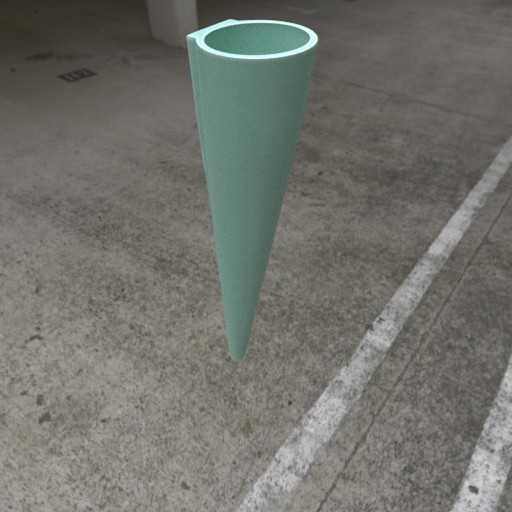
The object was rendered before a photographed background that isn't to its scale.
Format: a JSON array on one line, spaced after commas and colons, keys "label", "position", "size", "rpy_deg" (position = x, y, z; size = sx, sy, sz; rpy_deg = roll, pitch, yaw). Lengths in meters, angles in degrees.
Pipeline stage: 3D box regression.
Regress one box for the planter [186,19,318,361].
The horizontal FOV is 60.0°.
[{"label": "planter", "position": [0.000, 0.000, 0.288], "size": [0.055, 0.268, 0.054], "rpy_deg": [27, 49, 26]}]
